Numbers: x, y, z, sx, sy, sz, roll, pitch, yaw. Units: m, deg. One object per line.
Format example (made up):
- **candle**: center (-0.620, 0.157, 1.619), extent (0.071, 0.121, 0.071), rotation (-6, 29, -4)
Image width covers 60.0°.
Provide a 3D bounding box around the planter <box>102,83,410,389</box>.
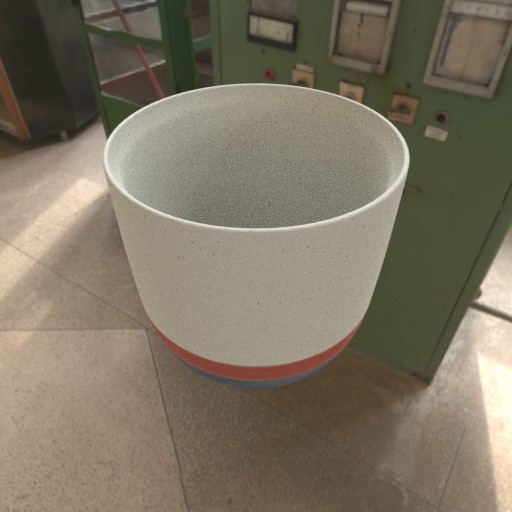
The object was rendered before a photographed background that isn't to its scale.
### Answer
- **planter**: center (0.000, 0.000, 0.373), extent (0.204, 0.214, 0.204), rotation (0, 42, 0)
